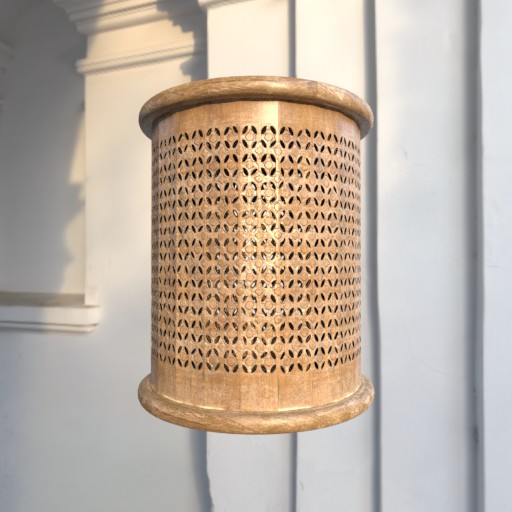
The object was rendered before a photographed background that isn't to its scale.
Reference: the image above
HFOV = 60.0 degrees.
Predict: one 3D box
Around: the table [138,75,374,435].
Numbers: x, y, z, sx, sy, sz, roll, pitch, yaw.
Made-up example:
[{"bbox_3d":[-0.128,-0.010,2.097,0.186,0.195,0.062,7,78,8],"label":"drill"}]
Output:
[{"bbox_3d":[0.000,0.000,0.791,0.407,0.482,0.407,0,-1,0],"label":"table"}]
